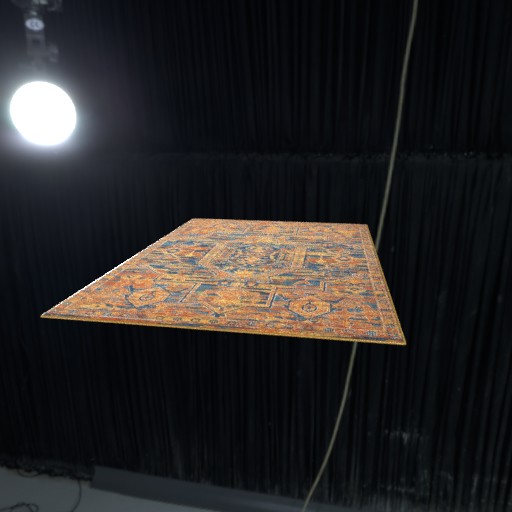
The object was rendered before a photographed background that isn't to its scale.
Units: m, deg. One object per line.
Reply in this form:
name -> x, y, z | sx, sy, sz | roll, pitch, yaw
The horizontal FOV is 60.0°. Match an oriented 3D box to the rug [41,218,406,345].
rug -> 0.000, 0.000, 3.783 | 2.043, 0.019, 2.916 | 3, 16, 9
